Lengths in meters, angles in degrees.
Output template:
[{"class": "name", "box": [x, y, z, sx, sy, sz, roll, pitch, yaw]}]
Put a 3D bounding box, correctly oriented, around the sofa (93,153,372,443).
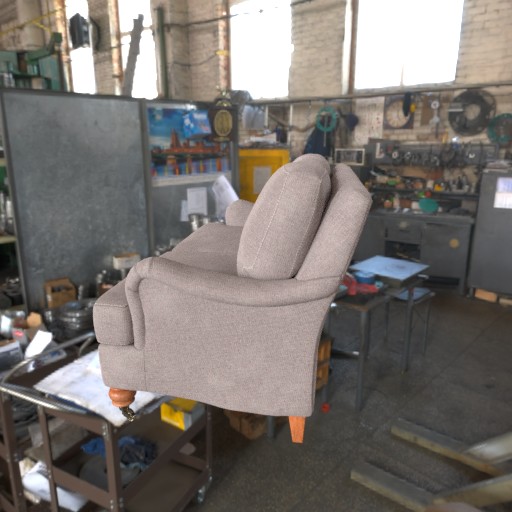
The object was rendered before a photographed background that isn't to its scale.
[{"class": "sofa", "box": [0.000, 0.000, 2.525, 1.084, 1.101, 1.853, 2, 15, 9]}]
